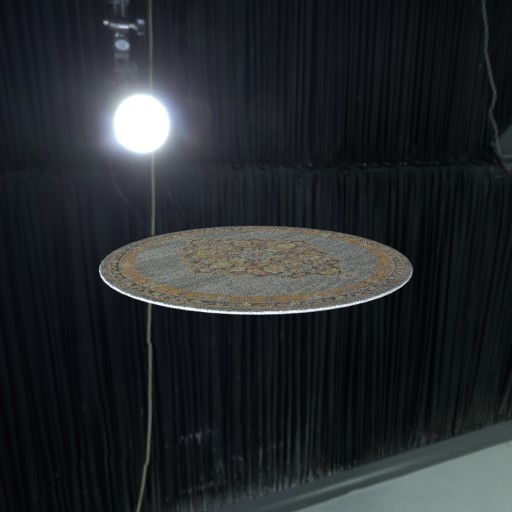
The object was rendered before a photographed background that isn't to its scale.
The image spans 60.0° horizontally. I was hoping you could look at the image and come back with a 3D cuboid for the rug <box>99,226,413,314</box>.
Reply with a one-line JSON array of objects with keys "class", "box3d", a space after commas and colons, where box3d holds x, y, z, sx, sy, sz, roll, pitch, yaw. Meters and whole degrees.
[{"class": "rug", "box3d": [0.000, 0.000, 2.388, 1.598, 0.010, 1.598, 0, 15, 0]}]
